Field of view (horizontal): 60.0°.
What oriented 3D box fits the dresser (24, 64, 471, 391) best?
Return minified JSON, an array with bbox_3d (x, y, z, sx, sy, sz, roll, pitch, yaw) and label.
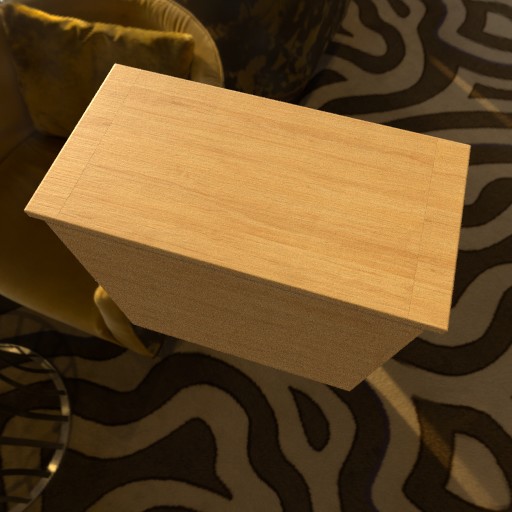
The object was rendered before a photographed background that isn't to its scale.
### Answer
[{"bbox_3d":[0.000,0.000,1.207,0.800,0.730,0.410,16,66,7],"label":"dresser"}]
